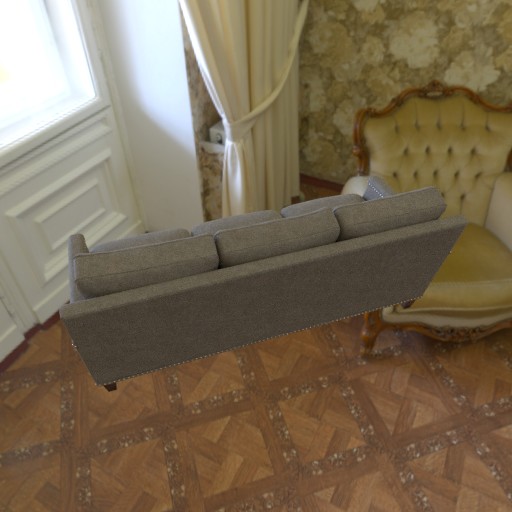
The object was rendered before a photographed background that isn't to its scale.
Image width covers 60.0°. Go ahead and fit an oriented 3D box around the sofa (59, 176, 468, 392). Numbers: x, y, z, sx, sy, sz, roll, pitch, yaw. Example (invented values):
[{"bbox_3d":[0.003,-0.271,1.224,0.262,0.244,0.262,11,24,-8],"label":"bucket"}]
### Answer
[{"bbox_3d":[0.000,0.000,2.853,2.226,1.042,1.034,-13,43,-14],"label":"sofa"}]
